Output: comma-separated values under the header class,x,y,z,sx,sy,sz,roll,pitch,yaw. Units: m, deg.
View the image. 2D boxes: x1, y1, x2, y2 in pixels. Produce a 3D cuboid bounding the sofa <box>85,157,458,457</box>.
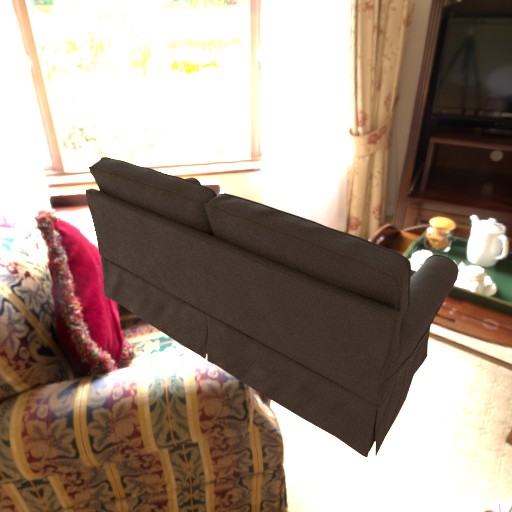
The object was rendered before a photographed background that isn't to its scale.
class,x,y,z,sx,sy,sz,roll,pitch,yaw
sofa,0.000,0.000,2.835,2.256,1.094,0.983,22,37,33
